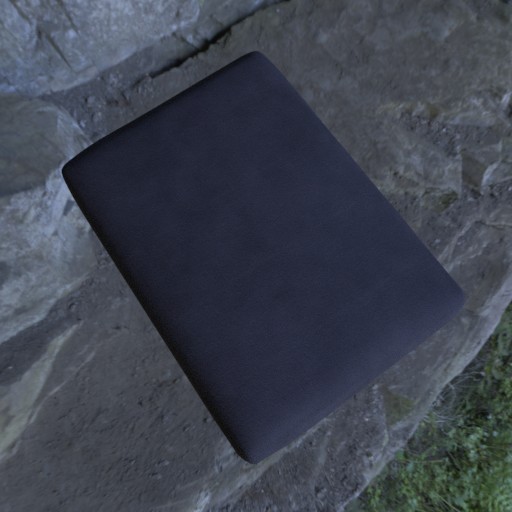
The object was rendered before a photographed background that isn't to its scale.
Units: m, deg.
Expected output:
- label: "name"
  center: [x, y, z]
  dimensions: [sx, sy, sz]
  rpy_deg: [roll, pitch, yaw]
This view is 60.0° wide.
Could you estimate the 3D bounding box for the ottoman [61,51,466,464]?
- label: "ottoman"
  center: [0.000, 0.000, 1.131]
  dimensions: [0.574, 0.497, 0.773]
  rpy_deg: [-34, 77, -9]
